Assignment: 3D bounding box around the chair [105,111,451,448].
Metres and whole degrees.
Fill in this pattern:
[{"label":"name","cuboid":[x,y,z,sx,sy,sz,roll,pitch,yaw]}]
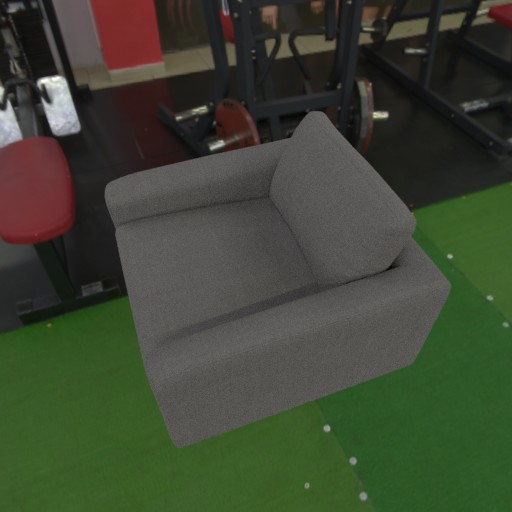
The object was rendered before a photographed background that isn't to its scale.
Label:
[{"label":"chair","cuboid":[0.000,0.000,1.896,1.100,0.847,1.070,-15,49,-14]}]
